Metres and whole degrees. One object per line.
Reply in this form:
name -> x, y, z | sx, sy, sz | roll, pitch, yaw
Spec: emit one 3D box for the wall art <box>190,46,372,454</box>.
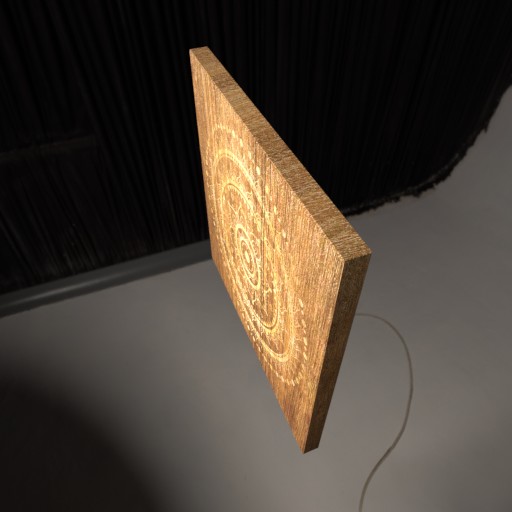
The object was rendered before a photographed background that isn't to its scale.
wall art -> 0.000, 0.000, 0.905 | 0.042, 0.608, 0.611 | -17, 49, -15
